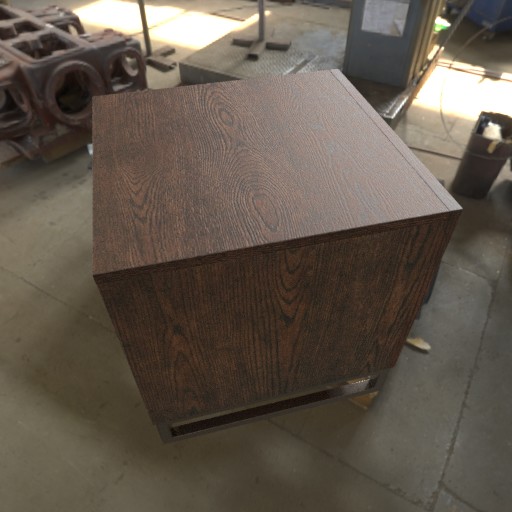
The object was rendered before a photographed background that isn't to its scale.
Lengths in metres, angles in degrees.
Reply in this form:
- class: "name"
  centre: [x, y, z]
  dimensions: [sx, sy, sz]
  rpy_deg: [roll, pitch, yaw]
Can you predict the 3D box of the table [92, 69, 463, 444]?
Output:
- class: "table"
  centre: [0.000, 0.000, 0.998]
  dimensions: [0.566, 0.582, 0.506]
  rpy_deg: [-10, 47, -10]
